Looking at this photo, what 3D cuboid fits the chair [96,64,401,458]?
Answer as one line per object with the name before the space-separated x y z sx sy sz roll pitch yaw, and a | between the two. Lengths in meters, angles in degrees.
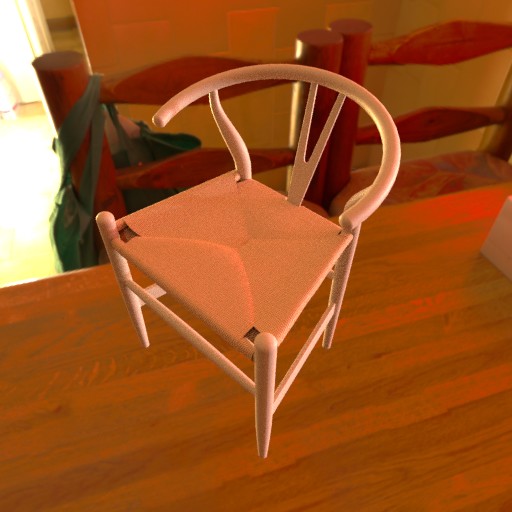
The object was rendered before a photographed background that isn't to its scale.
chair | 0.000 0.000 1.067 0.533 0.736 0.500 33 54 28
